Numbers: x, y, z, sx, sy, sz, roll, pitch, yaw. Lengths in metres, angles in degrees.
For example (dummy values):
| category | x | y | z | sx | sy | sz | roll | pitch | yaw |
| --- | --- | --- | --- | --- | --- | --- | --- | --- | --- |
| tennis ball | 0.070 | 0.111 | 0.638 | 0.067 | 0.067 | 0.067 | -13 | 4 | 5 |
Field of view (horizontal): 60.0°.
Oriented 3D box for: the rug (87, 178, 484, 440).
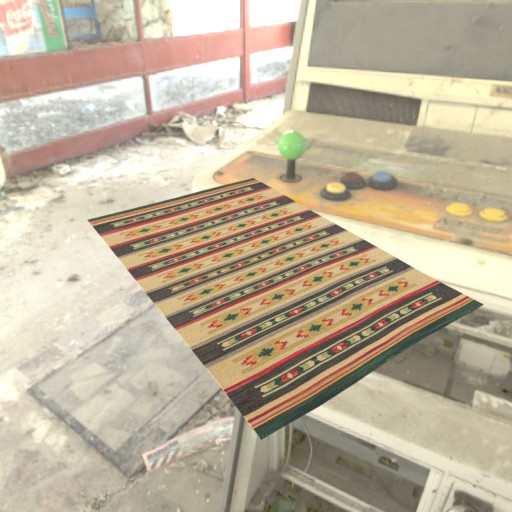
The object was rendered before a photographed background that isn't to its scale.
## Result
| category | x | y | z | sx | sy | sz | roll | pitch | yaw |
| --- | --- | --- | --- | --- | --- | --- | --- | --- | --- |
| rug | 0.000 | 0.000 | 2.910 | 1.522 | 0.010 | 2.311 | -20 | 36 | -29 |
